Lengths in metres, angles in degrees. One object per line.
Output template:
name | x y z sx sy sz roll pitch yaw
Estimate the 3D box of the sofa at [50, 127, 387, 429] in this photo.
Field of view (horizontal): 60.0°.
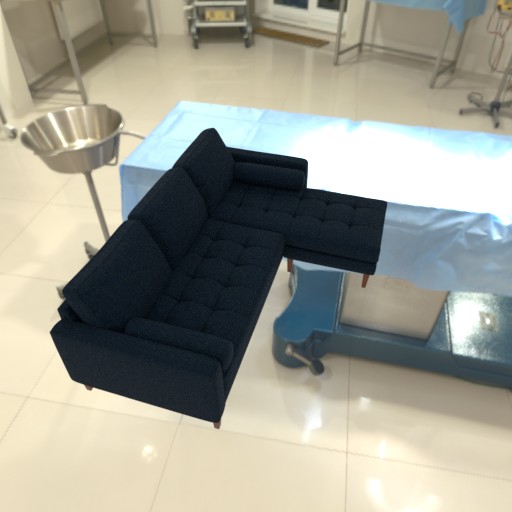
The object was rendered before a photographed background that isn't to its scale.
sofa | 0.000 0.000 3.004 1.613 0.841 2.185 12 43 13
